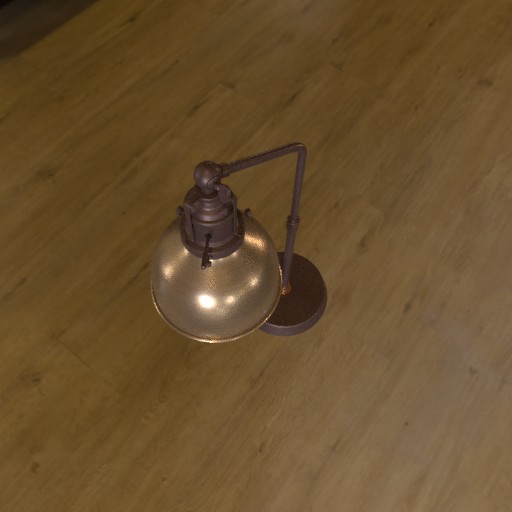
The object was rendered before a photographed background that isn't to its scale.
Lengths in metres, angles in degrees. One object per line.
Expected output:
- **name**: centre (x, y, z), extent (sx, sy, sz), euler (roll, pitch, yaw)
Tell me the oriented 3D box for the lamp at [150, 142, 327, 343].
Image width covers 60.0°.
- **lamp**: centre (0.000, 0.000, 0.601), extent (0.298, 0.469, 0.175), euler (-33, 67, -16)
